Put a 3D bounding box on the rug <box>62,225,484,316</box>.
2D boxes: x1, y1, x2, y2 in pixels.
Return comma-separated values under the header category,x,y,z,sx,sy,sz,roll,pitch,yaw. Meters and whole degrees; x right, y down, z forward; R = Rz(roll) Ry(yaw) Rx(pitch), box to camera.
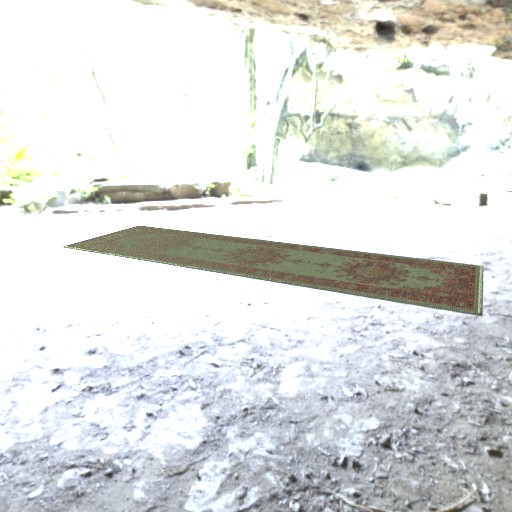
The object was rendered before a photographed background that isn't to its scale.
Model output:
category,x,y,z,sx,sy,sz,roll,pitch,yaw
rug,0.000,0.000,1.983,1.824,0.009,0.562,8,18,26
